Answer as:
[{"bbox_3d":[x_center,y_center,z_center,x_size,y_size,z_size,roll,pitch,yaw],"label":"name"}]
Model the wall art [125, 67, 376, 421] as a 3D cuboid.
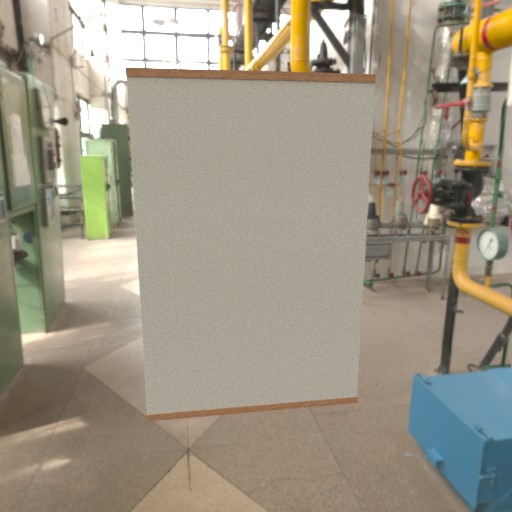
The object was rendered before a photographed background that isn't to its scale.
[{"bbox_3d":[0.000,0.000,1.951,1.019,1.527,0.019,-2,13,-9],"label":"wall art"}]
